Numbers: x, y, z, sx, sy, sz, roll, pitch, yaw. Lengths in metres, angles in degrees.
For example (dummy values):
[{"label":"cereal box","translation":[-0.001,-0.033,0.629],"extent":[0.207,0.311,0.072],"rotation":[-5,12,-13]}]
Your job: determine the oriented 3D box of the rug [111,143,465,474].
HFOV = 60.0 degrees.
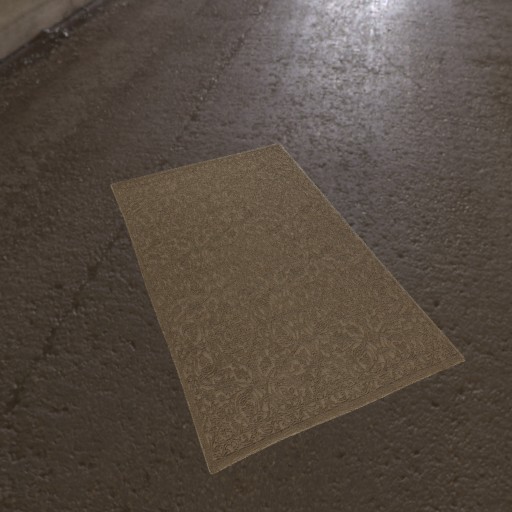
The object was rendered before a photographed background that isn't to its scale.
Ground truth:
[{"label":"rug","translation":[0.000,0.000,3.060],"extent":[1.529,0.012,2.435],"rotation":[-18,49,-16]}]
